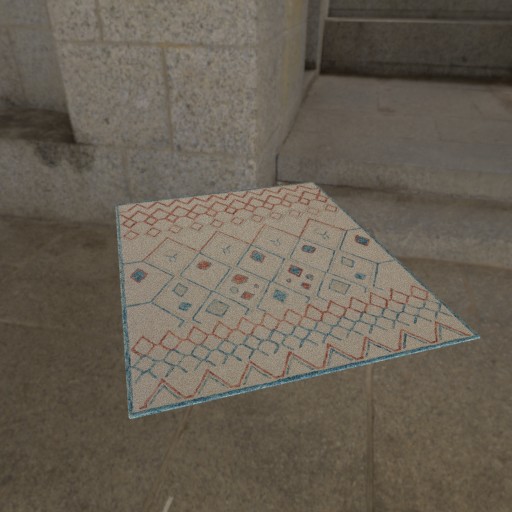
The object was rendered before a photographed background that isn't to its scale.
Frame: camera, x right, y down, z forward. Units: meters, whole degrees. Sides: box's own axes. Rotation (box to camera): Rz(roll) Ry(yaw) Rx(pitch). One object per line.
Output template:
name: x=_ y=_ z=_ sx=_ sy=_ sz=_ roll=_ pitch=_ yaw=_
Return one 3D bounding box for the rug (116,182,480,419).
rug: x=0.000 y=0.000 z=4.110 sx=2.441 sy=0.016 sz=3.050 roll=-9 pitch=33 yaw=-14
